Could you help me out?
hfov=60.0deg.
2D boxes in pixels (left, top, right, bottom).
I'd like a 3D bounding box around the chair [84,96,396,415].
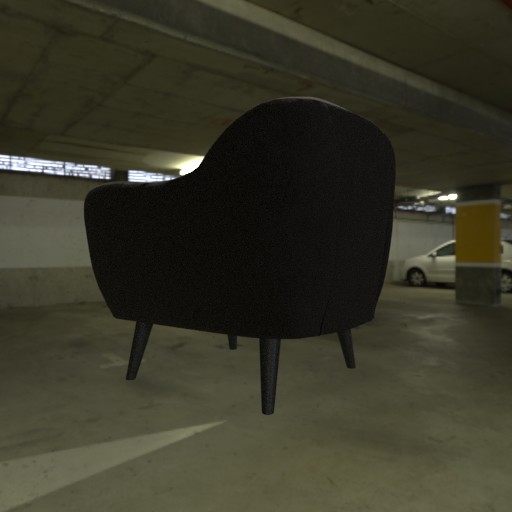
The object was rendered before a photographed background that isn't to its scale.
[{"bbox_3d":[0.000,0.000,1.500,0.819,0.807,0.840,0,1,35],"label":"chair"}]
